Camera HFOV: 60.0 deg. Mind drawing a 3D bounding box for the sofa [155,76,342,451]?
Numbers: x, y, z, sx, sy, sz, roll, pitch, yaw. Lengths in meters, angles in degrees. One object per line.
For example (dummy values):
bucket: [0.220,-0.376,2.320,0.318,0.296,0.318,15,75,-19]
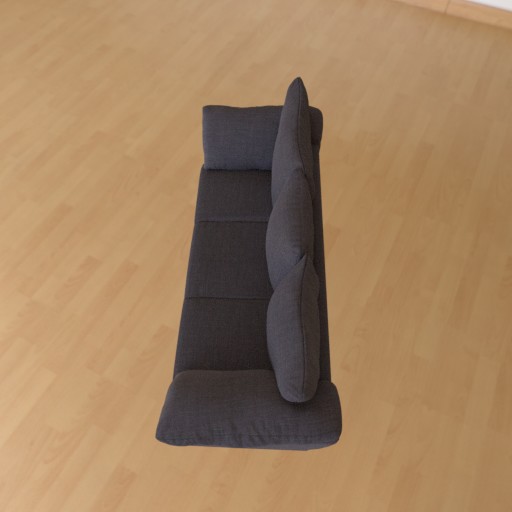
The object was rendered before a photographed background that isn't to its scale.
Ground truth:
sofa: [0.000,0.000,2.828,0.883,1.080,2.336,2,58,1]
